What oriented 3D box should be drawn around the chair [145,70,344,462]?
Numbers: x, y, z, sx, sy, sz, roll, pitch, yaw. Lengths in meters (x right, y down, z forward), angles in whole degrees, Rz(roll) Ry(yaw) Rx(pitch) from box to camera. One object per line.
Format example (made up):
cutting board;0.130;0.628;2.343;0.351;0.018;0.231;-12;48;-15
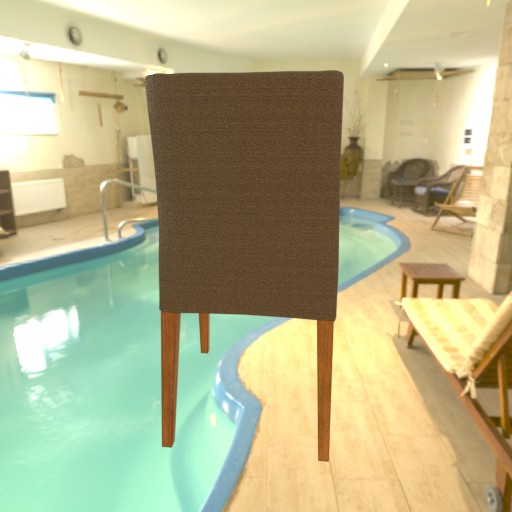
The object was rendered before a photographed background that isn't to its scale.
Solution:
chair;0.000;0.000;1.290;0.496;0.940;0.585;2;16;7
